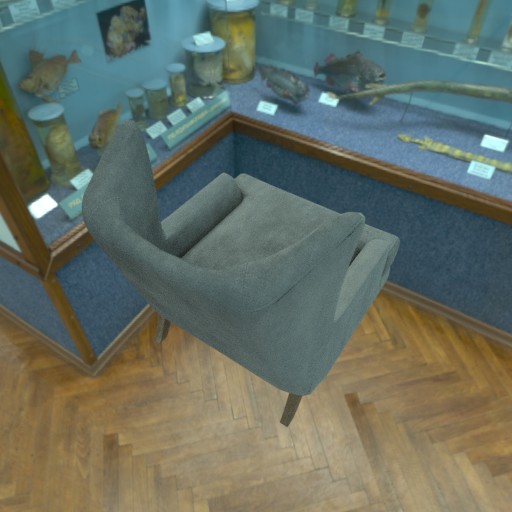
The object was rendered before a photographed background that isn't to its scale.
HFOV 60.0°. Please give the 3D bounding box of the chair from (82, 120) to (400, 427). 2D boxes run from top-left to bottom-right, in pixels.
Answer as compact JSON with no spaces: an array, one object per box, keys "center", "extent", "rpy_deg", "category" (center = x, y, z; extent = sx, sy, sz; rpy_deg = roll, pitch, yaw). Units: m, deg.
[{"center":[0.000,0.000,1.583],"extent":[0.784,0.950,0.906],"rpy_deg":[26,52,23],"category":"chair"}]
